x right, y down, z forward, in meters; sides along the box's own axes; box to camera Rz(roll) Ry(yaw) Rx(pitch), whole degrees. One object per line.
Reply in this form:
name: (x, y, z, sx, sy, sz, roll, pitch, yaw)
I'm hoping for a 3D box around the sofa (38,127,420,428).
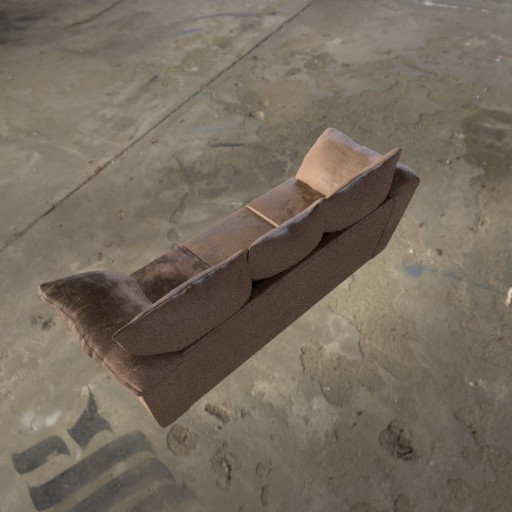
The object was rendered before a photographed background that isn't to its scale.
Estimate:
sofa: (0.000, 0.000, 2.857, 2.377, 0.981, 0.893, -34, 55, -28)
